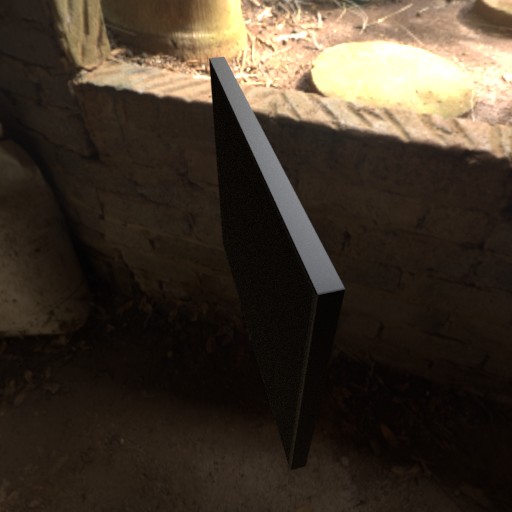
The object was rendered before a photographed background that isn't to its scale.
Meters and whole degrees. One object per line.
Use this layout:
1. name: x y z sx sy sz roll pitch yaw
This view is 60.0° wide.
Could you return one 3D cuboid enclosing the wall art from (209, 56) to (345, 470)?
1. wall art: 0.000 0.000 0.762 0.029 0.458 0.559 -10 47 -10
